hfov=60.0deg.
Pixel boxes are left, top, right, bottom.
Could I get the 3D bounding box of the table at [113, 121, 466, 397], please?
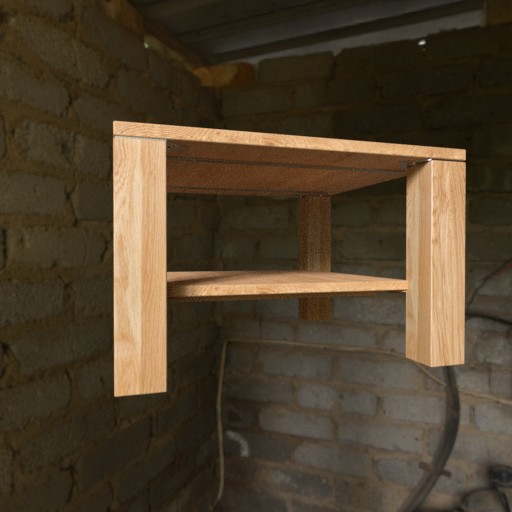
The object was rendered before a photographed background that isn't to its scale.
[{"bbox_3d":[0.000,0.000,1.157,0.700,0.450,0.700,0,1,-17],"label":"table"}]
